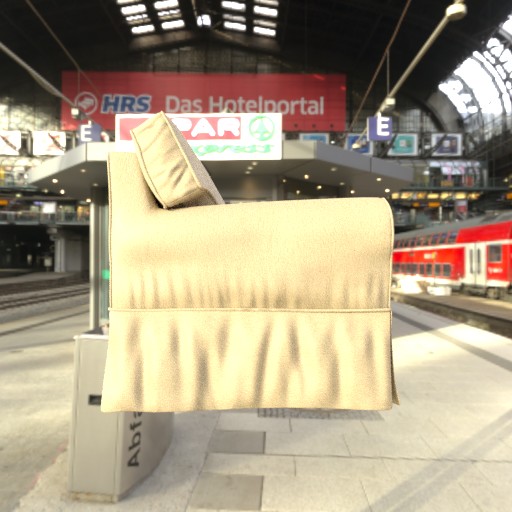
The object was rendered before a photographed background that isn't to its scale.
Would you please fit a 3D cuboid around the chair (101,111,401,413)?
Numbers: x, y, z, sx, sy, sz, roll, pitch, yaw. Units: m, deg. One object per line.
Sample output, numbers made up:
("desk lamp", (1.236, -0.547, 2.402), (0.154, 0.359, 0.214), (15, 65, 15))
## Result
("chair", (0.000, 0.000, 1.831), (0.903, 0.937, 1.096), (0, -1, 1))
